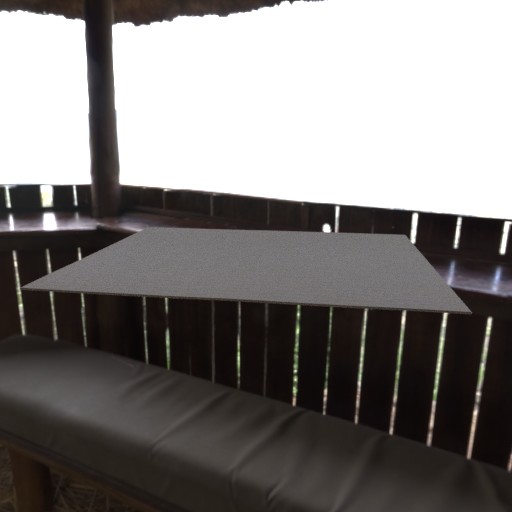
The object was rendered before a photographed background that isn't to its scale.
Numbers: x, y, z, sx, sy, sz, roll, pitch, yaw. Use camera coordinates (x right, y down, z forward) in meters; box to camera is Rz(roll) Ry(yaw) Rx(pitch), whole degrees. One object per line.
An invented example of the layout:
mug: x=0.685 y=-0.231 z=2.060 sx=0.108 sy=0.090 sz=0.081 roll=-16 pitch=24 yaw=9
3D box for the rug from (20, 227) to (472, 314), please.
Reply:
rug: x=0.000 y=0.000 z=4.092 sx=3.055 sy=0.021 sz=2.410 roll=2 pitch=14 yaw=8
